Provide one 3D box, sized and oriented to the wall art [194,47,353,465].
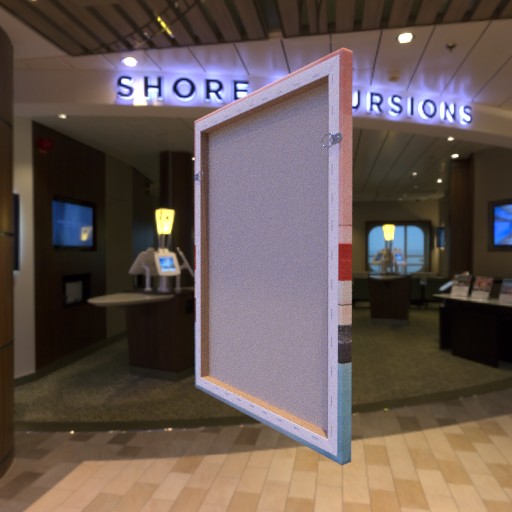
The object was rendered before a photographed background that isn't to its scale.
[{"bbox_3d":[0.000,0.000,1.394,0.039,1.016,0.761,-1,1,-36],"label":"wall art"}]
